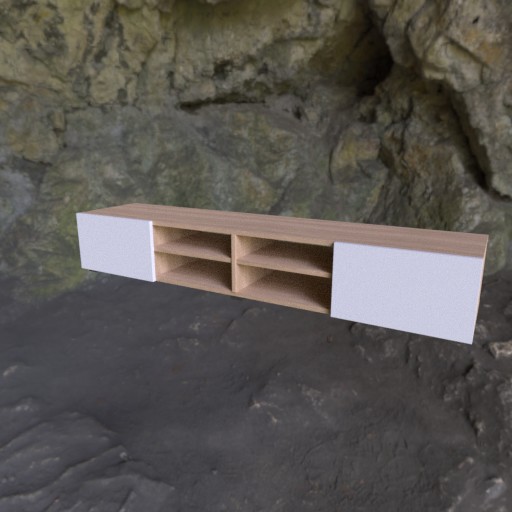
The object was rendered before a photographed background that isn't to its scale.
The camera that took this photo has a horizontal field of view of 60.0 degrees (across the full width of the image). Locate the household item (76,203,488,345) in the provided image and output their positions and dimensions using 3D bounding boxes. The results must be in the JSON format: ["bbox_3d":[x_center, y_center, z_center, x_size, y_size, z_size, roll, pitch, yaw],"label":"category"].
[{"bbox_3d":[0.000,0.000,2.032,1.850,0.310,0.420,8,17,28],"label":"household item"}]
